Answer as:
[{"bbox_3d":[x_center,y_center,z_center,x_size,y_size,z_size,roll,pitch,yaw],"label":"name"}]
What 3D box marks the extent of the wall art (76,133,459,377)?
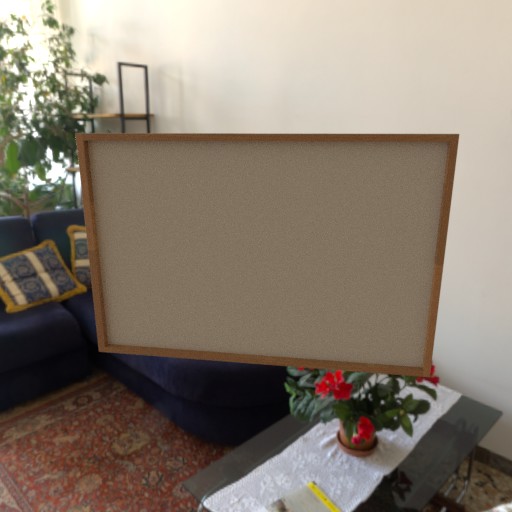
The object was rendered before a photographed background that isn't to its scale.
[{"bbox_3d":[0.000,0.000,1.140,0.914,0.607,0.023,2,16,8],"label":"wall art"}]
